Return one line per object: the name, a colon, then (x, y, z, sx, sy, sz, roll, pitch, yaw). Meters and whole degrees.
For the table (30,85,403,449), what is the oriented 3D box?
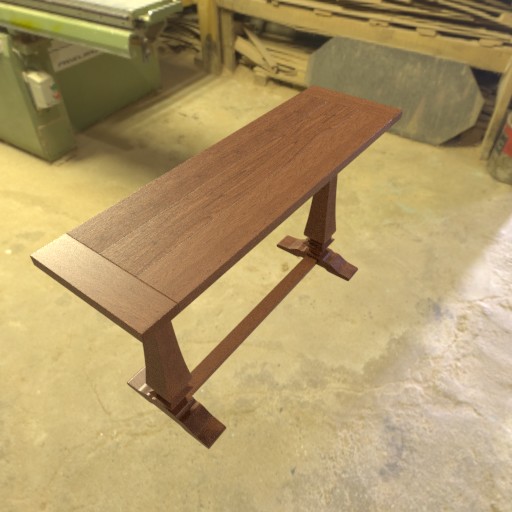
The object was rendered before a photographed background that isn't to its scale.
table: (0.000, 0.000, 1.838, 0.461, 0.852, 1.478, 27, 49, 26)
